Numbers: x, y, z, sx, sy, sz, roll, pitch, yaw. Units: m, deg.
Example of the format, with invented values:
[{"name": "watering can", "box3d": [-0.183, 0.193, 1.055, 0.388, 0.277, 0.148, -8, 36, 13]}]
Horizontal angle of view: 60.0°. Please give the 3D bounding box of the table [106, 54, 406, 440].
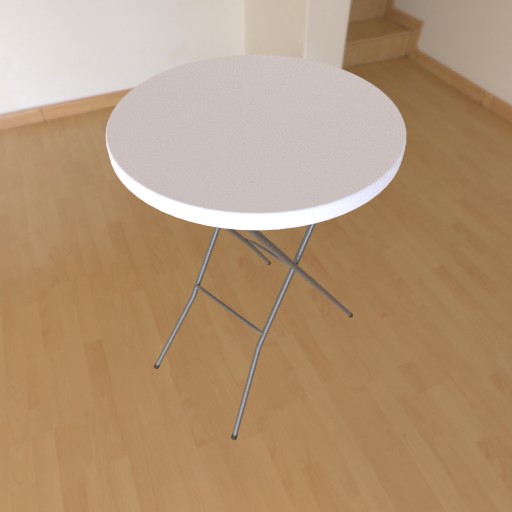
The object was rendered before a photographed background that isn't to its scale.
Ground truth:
[{"name": "table", "box3d": [0.000, 0.000, 1.596, 0.792, 1.105, 0.795, 33, 55, 27]}]
